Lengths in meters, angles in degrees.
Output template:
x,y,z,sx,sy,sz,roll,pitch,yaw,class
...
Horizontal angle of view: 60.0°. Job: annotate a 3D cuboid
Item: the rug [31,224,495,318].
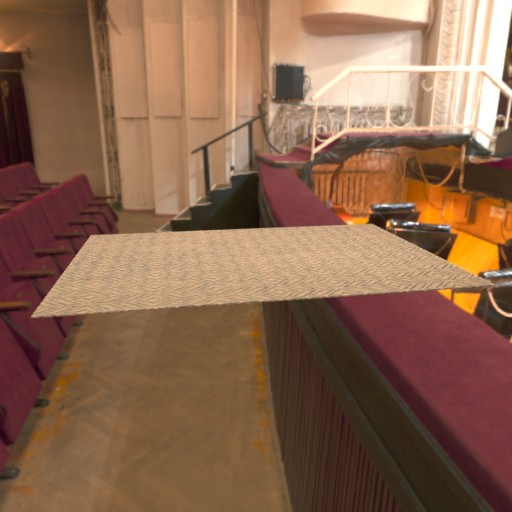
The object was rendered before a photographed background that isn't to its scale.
x,y,z,sx,sy,sz,roll,pitch,yaw,class
0.000,0.000,2.283,1.824,0.008,1.220,-3,17,-10,rug
